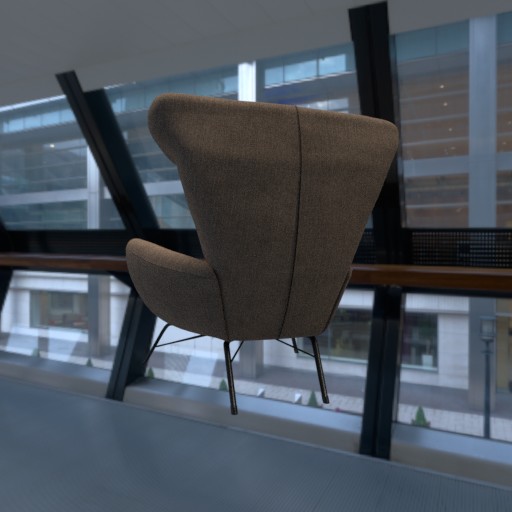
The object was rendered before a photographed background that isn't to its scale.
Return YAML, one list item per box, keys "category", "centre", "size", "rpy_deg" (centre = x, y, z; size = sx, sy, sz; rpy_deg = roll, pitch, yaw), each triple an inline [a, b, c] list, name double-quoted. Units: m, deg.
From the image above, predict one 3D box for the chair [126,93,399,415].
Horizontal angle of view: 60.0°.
- category: "chair"
  centre: [0.000, 0.000, 1.807]
  size: [0.980, 1.040, 0.900]
  rpy_deg: [0, 1, -20]
